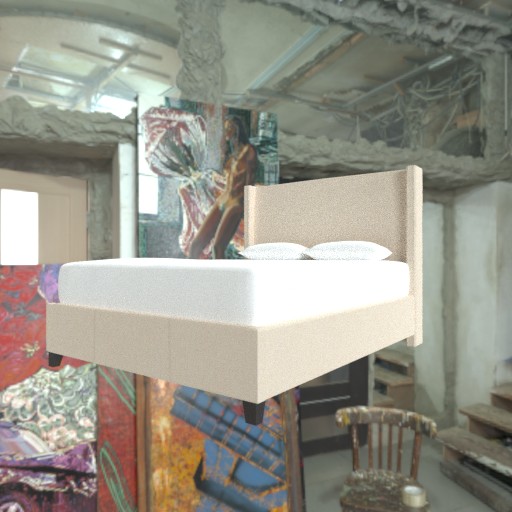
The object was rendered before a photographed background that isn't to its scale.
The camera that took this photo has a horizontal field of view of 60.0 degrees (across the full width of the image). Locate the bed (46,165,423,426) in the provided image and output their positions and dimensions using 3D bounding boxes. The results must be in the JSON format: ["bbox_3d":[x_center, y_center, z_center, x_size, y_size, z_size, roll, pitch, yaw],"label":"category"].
[{"bbox_3d":[0.000,0.000,3.329,1.778,1.471,2.293,0,0,37],"label":"bed"}]
